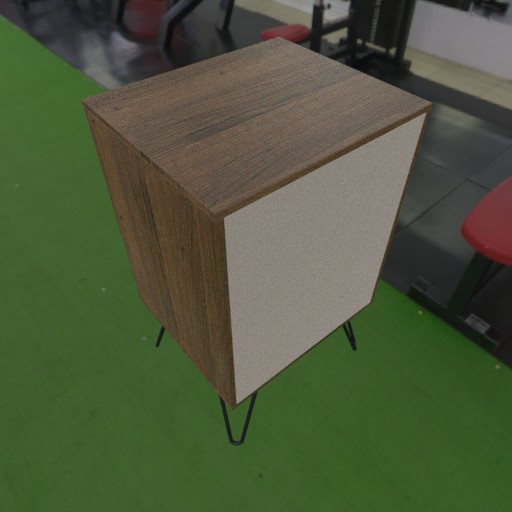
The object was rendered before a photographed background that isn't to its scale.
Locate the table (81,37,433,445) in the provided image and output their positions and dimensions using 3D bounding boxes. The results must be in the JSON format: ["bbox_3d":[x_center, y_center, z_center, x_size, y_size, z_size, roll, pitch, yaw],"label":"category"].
[{"bbox_3d":[0.000,0.000,1.174,0.526,0.866,0.457,-31,53,-26],"label":"table"}]
